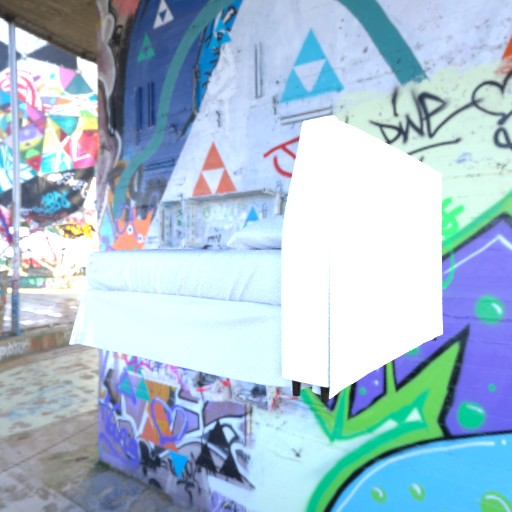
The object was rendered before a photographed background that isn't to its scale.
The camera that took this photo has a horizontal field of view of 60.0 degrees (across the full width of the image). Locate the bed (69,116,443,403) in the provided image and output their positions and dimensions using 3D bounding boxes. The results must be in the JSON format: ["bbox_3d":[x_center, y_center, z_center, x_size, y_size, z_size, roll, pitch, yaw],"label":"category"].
[{"bbox_3d":[0.000,0.000,3.413,2.276,1.332,1.925,0,1,37],"label":"bed"}]
